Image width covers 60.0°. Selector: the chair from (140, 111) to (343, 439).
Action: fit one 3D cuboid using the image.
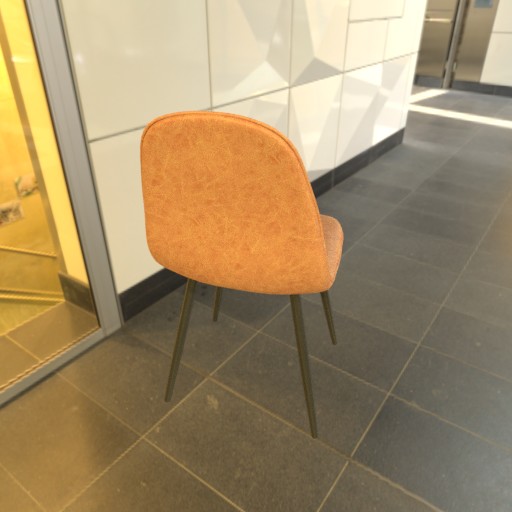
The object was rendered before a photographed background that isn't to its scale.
[{"bbox_3d":[0.000,0.000,1.220,0.472,0.889,0.561,9,32,14],"label":"chair"}]
